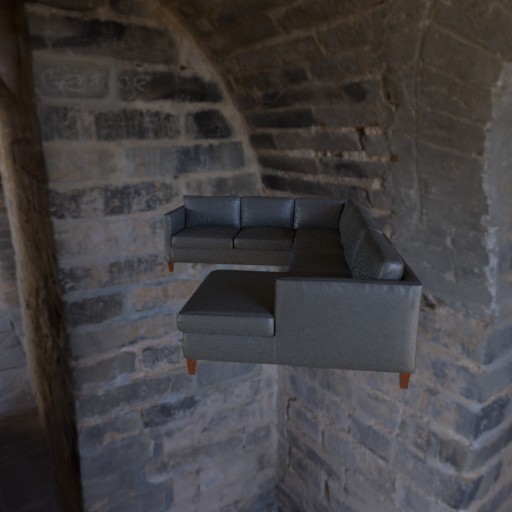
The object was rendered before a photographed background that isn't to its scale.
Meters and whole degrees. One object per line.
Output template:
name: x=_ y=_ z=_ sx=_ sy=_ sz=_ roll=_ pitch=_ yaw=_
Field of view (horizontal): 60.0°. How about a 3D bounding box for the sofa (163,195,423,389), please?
sofa: x=0.000 y=0.000 z=4.622 sx=2.593 sy=0.923 sz=3.460 roll=2 pitch=14 yaw=7
